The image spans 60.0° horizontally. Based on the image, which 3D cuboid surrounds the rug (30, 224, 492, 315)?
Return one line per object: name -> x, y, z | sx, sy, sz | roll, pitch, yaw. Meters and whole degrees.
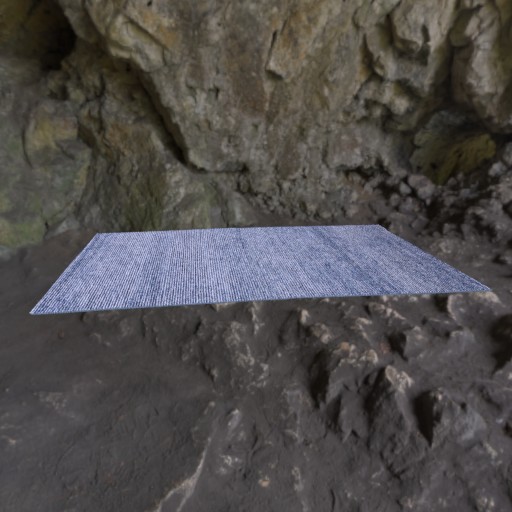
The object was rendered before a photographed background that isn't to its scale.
rug -> 0.000, 0.000, 2.220 | 1.777, 0.021, 1.145 | -2, 17, -7
